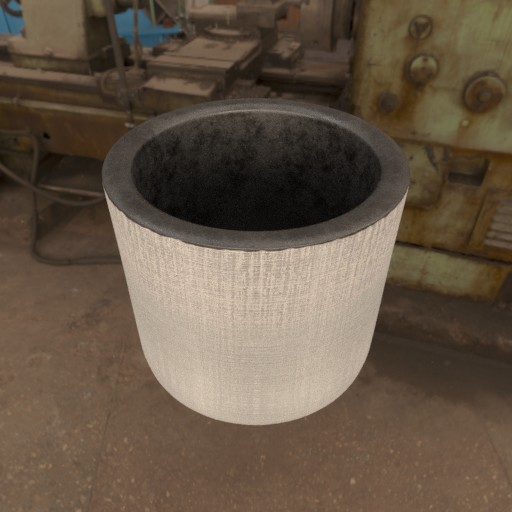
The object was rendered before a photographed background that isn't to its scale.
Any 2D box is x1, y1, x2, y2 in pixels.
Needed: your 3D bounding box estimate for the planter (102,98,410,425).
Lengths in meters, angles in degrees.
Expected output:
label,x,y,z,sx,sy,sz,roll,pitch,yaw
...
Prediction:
label,x,y,z,sx,sy,sz,roll,pitch,yaw
planter,0.000,0.000,0.218,0.125,0.112,0.125,0,40,0
